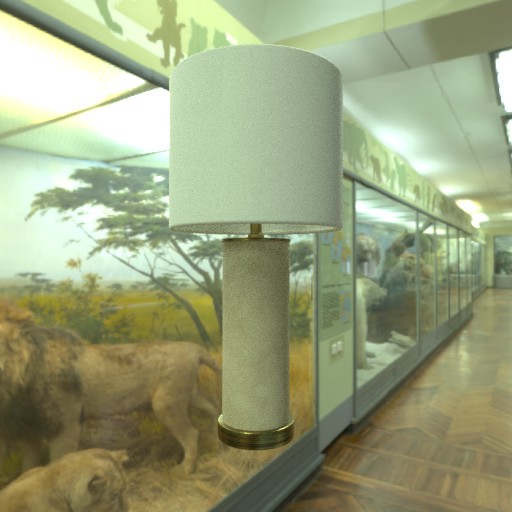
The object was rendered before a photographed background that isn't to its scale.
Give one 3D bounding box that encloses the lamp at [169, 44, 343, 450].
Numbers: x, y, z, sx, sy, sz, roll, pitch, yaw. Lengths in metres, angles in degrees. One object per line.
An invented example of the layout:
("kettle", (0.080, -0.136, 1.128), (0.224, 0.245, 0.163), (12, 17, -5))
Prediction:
("lamp", (0.000, 0.000, 0.791), (0.305, 0.634, 0.305), (0, 0, 1))
